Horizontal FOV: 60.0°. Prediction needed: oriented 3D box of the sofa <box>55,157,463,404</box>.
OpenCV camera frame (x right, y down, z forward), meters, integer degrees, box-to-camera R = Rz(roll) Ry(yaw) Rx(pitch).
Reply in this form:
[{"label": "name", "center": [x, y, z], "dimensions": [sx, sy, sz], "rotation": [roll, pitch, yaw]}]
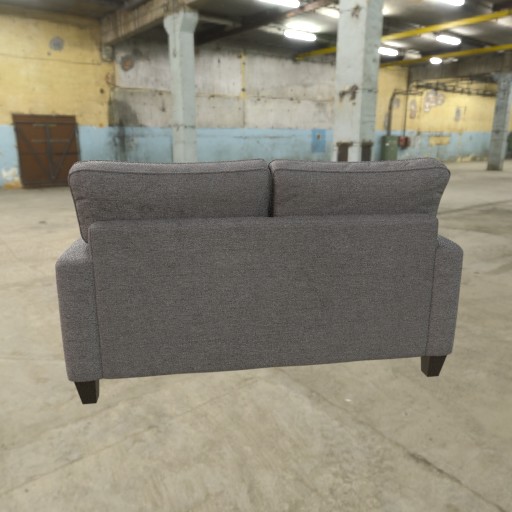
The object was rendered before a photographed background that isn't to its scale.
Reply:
[{"label": "sofa", "center": [0.000, 0.000, 2.195], "dimensions": [1.651, 0.965, 0.965], "rotation": [-2, 14, -8]}]
